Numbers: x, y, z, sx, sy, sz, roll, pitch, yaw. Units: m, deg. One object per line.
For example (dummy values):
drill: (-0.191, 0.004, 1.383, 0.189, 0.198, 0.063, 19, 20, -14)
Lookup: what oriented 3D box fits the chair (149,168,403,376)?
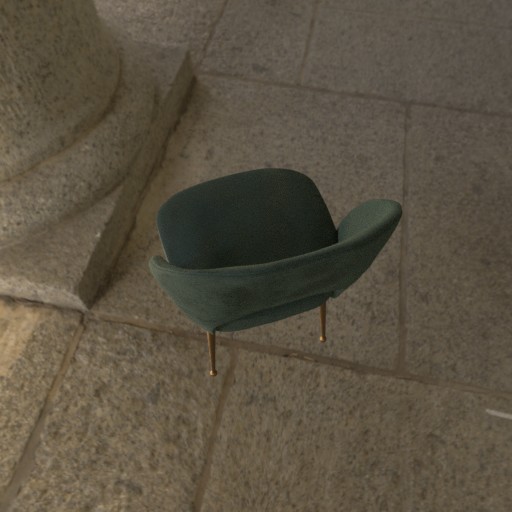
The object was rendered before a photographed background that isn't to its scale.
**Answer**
chair: (0.000, 0.000, 1.214, 0.527, 0.860, 0.577, -15, 59, -9)
